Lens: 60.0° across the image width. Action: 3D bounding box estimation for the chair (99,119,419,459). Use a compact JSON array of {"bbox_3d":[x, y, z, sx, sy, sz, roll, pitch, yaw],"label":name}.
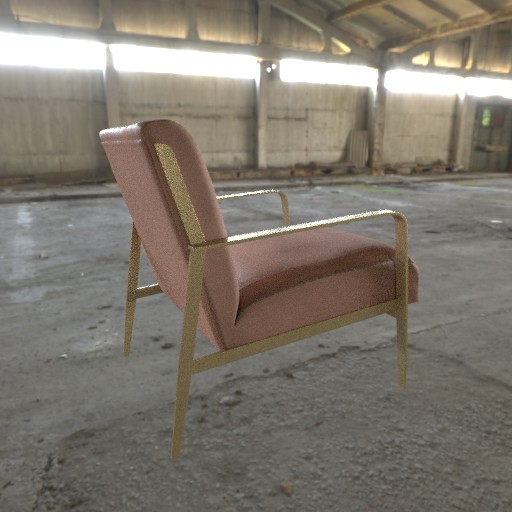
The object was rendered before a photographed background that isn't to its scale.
[{"bbox_3d":[0.000,0.000,1.459,0.848,0.823,0.701,-7,16,-26],"label":"chair"}]
